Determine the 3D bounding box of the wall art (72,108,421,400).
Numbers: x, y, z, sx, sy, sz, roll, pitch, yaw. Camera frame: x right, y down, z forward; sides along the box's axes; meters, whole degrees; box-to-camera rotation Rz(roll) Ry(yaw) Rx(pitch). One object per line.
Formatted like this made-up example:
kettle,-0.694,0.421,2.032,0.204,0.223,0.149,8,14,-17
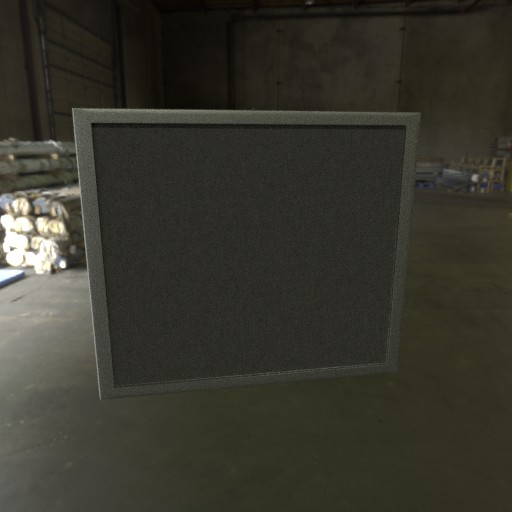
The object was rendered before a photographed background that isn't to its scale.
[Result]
wall art,0.000,0.000,0.530,0.380,0.330,0.028,-2,14,-9
